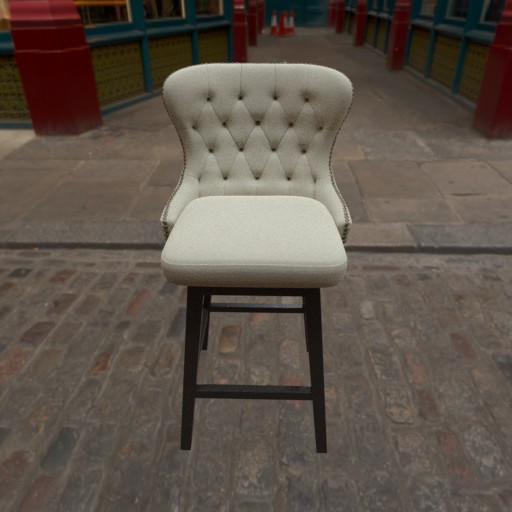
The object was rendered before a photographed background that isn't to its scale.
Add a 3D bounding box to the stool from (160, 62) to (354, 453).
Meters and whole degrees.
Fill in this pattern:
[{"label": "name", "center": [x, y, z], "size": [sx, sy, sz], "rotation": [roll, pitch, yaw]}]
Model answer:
[{"label": "stool", "center": [0.000, 0.000, 1.290], "size": [0.528, 0.971, 0.593], "rotation": [1, 31, 1]}]
